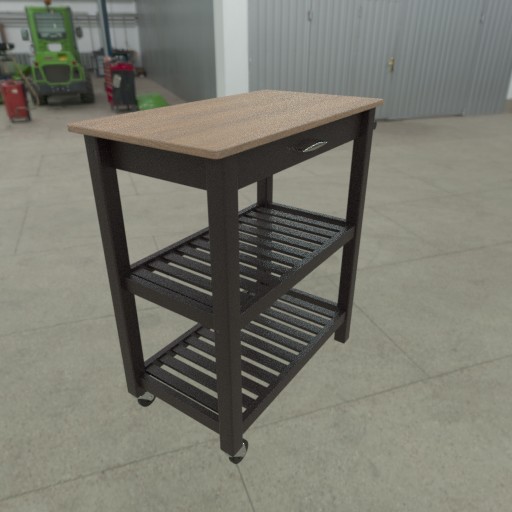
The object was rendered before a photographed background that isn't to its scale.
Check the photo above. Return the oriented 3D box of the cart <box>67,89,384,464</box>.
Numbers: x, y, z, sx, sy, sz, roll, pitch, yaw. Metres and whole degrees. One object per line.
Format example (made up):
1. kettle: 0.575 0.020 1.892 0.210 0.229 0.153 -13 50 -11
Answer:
1. cart: 0.000 0.000 1.449 0.457 0.927 0.899 18 32 31
